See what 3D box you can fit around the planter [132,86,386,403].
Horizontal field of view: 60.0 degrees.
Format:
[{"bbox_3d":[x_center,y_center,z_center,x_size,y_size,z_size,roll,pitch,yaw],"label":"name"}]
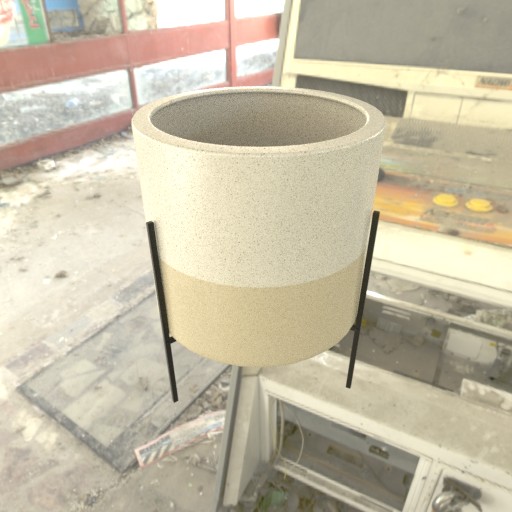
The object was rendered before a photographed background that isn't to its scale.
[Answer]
[{"bbox_3d":[0.000,0.000,0.760,0.368,0.484,0.359,-21,38,-30],"label":"planter"}]
